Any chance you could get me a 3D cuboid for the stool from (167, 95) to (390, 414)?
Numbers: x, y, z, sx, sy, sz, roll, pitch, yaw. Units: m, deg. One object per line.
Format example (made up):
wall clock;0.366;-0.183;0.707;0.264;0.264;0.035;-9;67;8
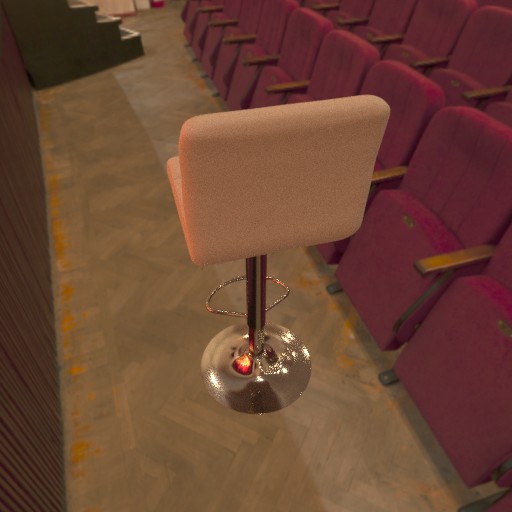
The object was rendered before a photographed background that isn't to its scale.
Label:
stool;0.000;0.000;1.346;0.430;1.115;0.505;-11;43;-12
